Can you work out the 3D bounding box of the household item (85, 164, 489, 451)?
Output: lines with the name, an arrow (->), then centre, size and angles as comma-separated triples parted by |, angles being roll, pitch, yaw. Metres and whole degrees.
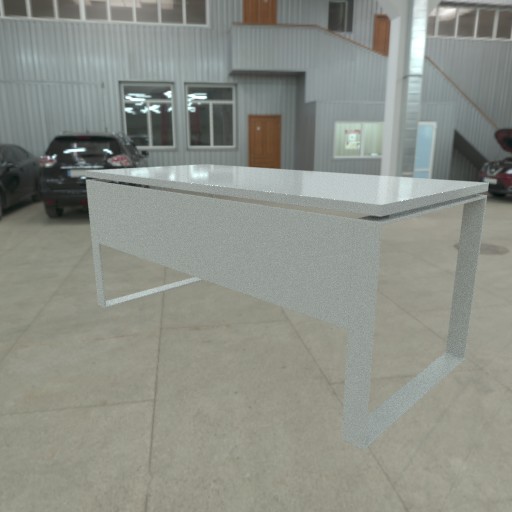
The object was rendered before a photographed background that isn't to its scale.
household item -> 0.000, 0.000, 2.085 | 1.700, 0.745, 0.800 | 14, 21, 43
